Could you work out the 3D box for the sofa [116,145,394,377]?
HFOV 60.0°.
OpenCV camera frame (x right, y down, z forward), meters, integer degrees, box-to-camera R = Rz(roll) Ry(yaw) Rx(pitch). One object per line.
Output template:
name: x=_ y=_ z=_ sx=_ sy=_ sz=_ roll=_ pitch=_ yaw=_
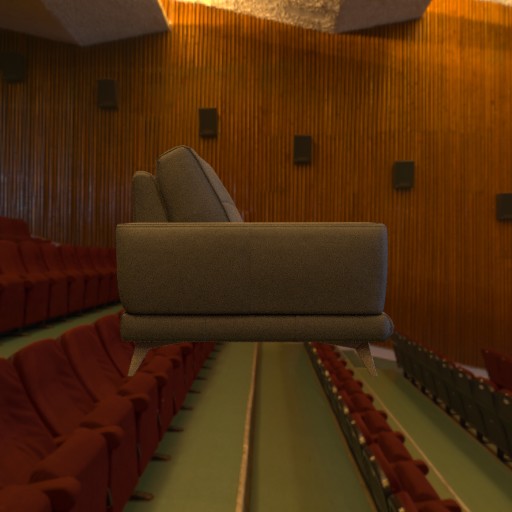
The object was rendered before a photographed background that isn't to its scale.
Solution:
sofa: x=0.000 y=0.000 z=2.465 sx=1.018 sy=0.907 sz=1.806 roll=0 pitch=0 yaw=1
